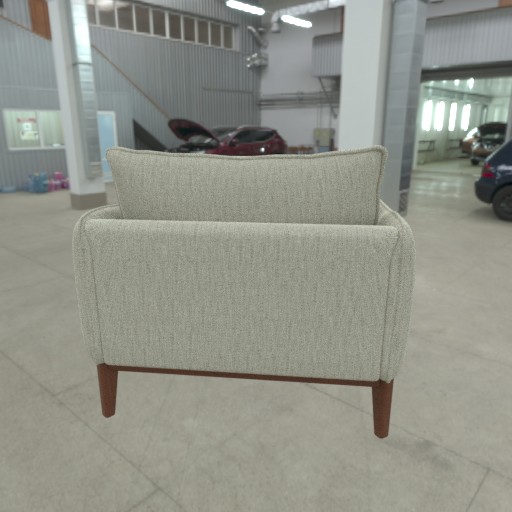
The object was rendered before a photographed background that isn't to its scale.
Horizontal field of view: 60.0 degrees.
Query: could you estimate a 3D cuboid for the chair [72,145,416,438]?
[{"bbox_3d":[0.000,0.000,1.697,0.994,0.855,0.991,2,16,6],"label":"chair"}]
